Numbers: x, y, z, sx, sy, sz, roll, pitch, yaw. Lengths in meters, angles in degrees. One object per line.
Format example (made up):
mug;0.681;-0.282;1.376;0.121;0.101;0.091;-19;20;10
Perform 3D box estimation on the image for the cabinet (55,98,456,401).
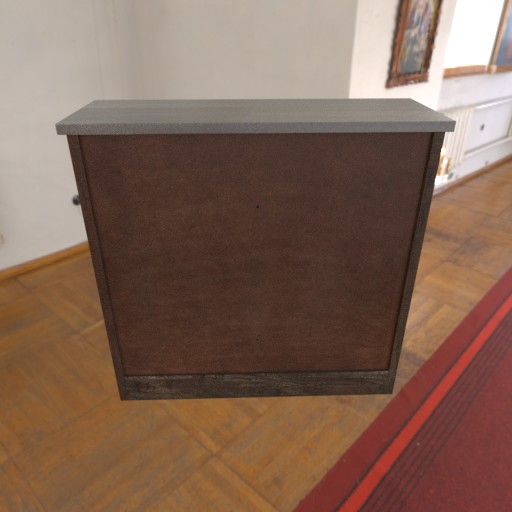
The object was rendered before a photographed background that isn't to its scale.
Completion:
cabinet;0.000;0.000;1.437;0.968;0.919;0.338;-1;29;-2
